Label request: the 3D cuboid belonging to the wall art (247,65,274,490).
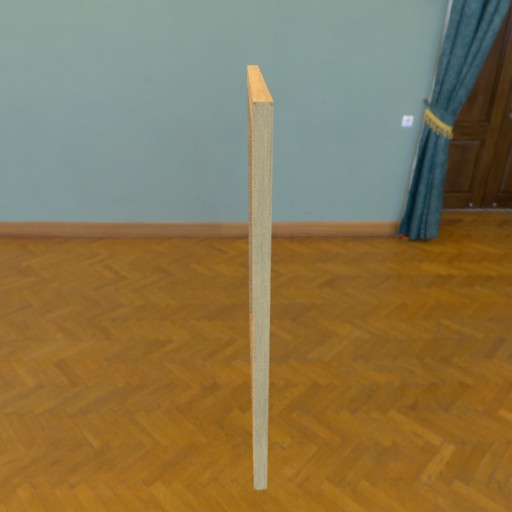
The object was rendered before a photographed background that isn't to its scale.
[{"bbox_3d":[0.000,0.000,0.748,0.020,0.561,0.460,-1,27,-1],"label":"wall art"}]
